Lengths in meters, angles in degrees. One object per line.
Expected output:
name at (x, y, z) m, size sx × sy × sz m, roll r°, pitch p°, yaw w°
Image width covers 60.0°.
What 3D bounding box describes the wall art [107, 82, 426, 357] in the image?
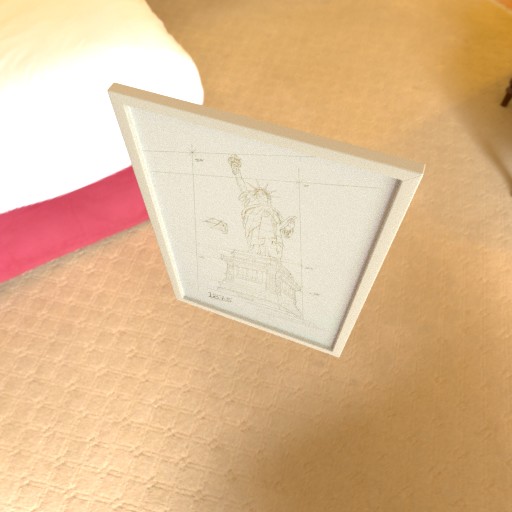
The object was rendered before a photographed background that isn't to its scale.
wall art at (0.000, 0.000, 1.566) m, size 0.808 × 1.183 × 0.038 m, roll 18°, pitch 59°, yaw 11°
